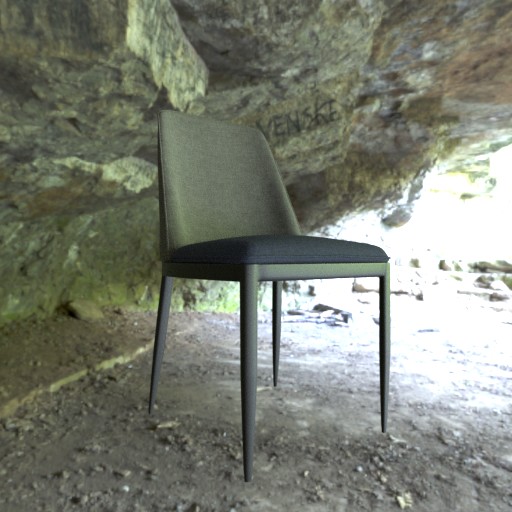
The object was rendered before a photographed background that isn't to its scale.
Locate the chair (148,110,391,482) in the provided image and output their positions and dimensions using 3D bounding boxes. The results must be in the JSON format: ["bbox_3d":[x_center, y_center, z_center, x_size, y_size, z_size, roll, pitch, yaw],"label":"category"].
[{"bbox_3d":[0.000,0.000,1.164,0.488,0.855,0.550,0,0,-36],"label":"chair"}]
